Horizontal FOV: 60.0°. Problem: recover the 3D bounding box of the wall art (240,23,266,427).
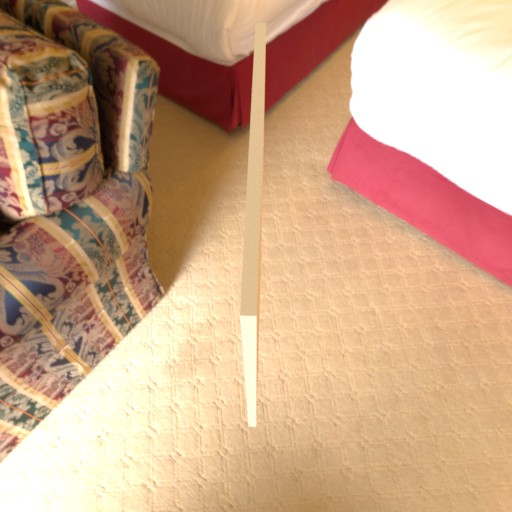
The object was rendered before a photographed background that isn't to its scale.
[{"bbox_3d":[0.000,0.000,0.632,0.013,0.456,0.382,2,59,1],"label":"wall art"}]
